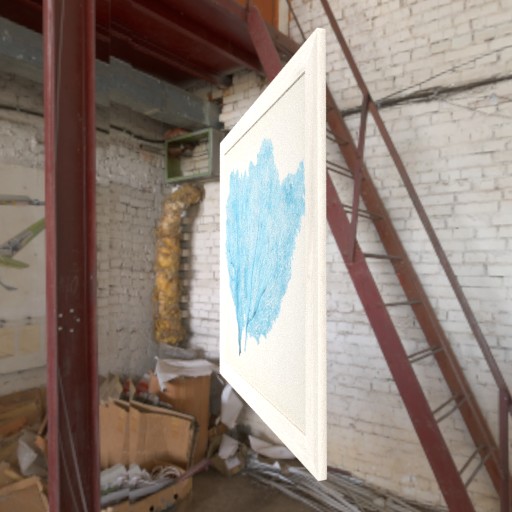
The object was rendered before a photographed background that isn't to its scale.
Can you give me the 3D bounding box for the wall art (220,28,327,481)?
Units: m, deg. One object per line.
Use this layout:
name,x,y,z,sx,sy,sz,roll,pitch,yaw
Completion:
wall art,0.000,0.000,0.850,0.013,0.584,0.584,0,-1,-17
